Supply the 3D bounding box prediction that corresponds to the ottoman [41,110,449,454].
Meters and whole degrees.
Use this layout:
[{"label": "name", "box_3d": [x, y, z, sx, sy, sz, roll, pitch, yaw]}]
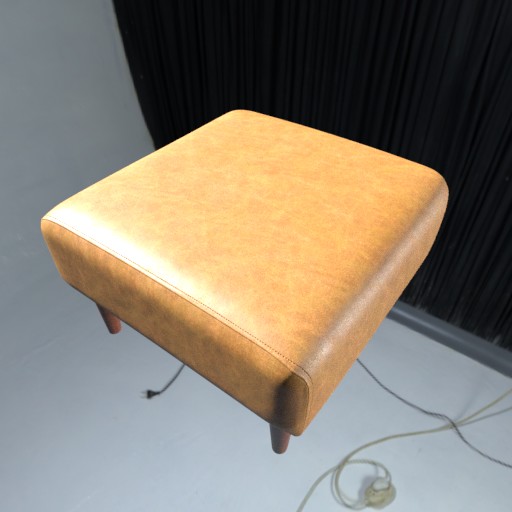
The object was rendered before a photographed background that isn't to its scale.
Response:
[{"label": "ottoman", "box_3d": [0.000, 0.000, 1.038, 0.650, 0.399, 0.650, 26, 48, 26]}]
